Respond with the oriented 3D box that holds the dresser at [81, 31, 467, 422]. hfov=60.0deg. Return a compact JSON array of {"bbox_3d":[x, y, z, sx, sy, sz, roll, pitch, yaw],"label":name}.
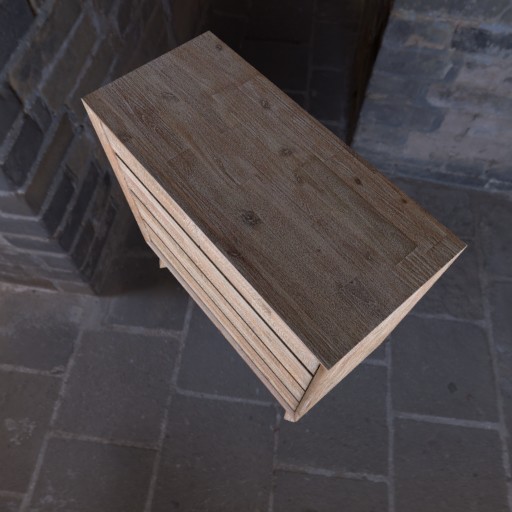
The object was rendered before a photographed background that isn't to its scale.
[{"bbox_3d":[0.000,0.000,1.600,0.455,1.029,0.998,-37,68,-17],"label":"dresser"}]
